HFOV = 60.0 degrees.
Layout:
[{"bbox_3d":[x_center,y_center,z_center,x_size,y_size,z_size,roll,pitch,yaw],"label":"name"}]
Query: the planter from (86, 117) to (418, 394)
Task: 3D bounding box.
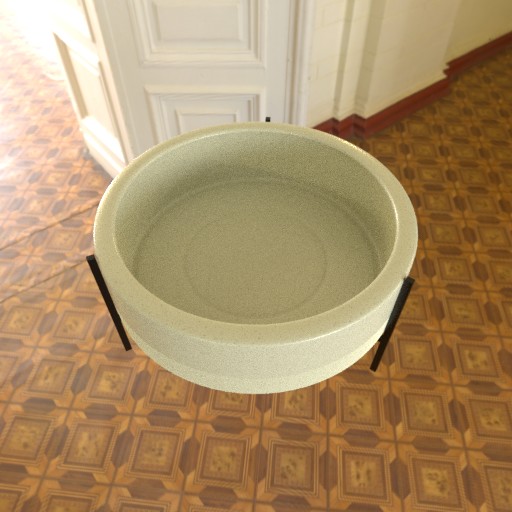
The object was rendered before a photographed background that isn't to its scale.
[{"bbox_3d":[0.000,0.000,0.534,0.336,0.171,0.345,4,48,4],"label":"planter"}]
